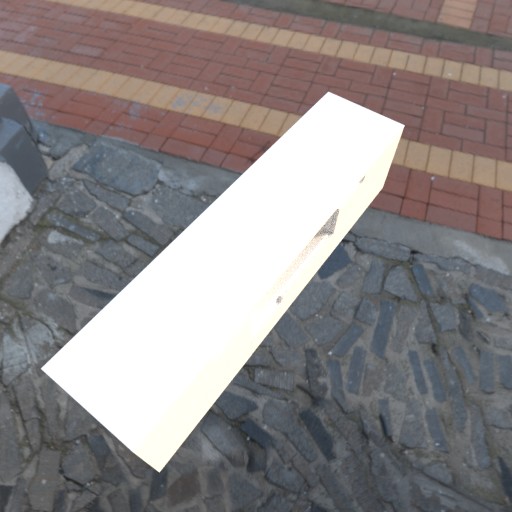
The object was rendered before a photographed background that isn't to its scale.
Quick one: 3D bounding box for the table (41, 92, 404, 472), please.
[{"bbox_3d":[0.000,0.000,1.811,0.390,0.420,1.650,32,62,19],"label":"table"}]
